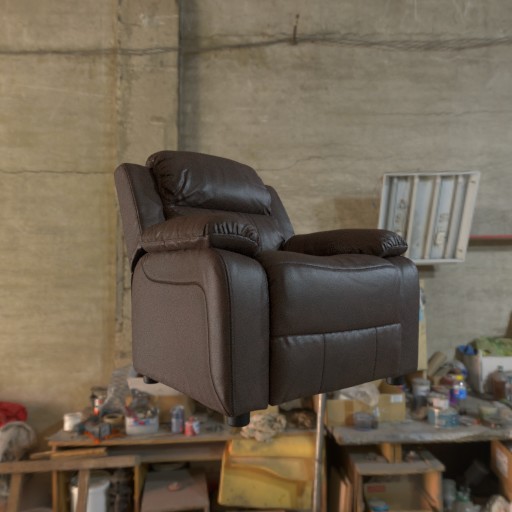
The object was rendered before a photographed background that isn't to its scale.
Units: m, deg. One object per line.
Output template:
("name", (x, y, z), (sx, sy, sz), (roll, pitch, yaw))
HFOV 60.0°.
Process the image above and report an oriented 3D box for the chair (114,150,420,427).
("chair", (0.000, 0.000, 1.276), (0.680, 0.702, 0.707), (2, -3, -38))
